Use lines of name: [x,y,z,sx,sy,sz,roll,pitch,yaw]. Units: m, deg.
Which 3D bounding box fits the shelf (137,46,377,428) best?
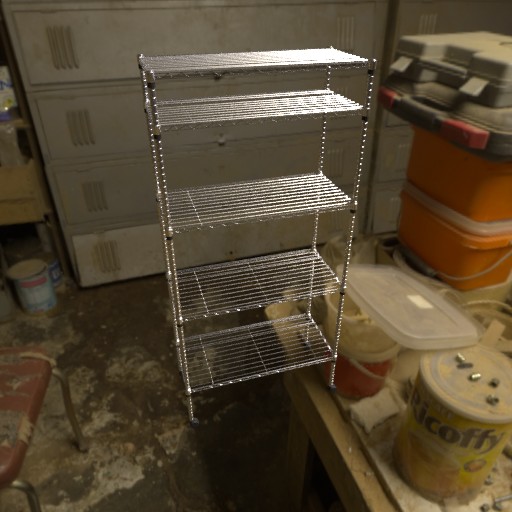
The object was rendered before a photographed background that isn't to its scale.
shelf: [0.000,0.000,1.915,0.762,1.587,0.356,-9,33,-14]
